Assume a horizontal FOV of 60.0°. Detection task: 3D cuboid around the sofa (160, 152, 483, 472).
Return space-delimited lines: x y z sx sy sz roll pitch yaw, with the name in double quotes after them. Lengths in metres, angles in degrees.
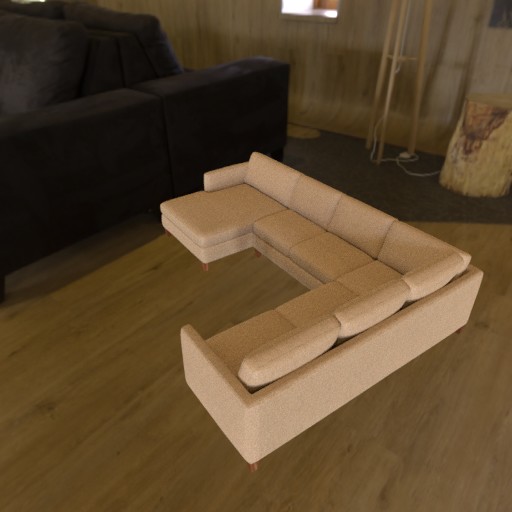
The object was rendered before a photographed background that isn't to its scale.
0.000 0.000 4.536 2.551 0.889 3.403 -21 38 -29 "sofa"
